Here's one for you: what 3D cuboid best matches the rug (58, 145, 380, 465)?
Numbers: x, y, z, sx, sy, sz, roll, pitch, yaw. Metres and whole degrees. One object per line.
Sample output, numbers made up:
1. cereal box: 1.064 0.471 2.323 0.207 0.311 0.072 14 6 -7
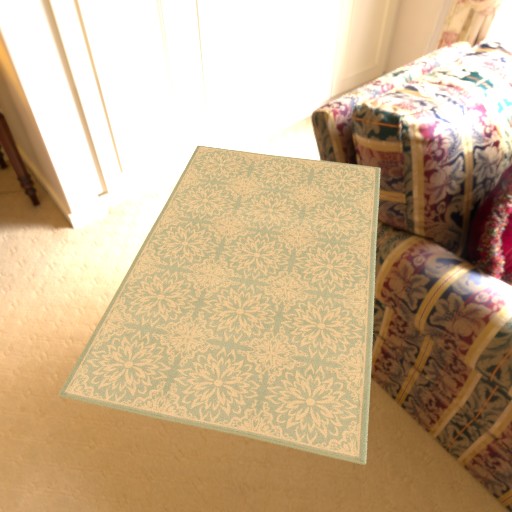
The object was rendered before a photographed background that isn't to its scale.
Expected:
1. rug: 0.000 0.000 3.425 1.819 0.018 2.746 9 47 8
